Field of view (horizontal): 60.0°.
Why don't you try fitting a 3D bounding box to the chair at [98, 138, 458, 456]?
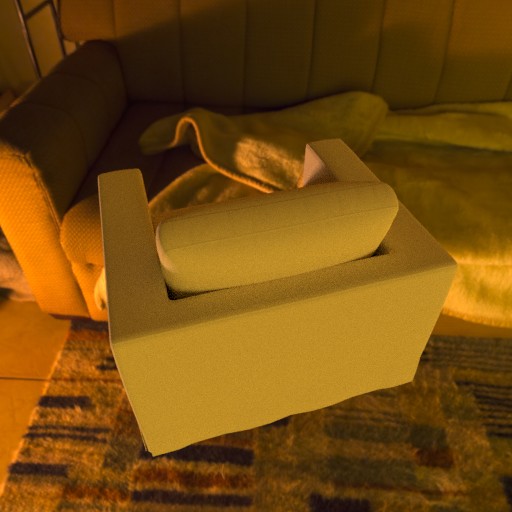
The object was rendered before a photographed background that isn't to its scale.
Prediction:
[{"bbox_3d":[0.000,0.000,1.788,1.150,0.878,0.957,-12,43,-13],"label":"chair"}]
